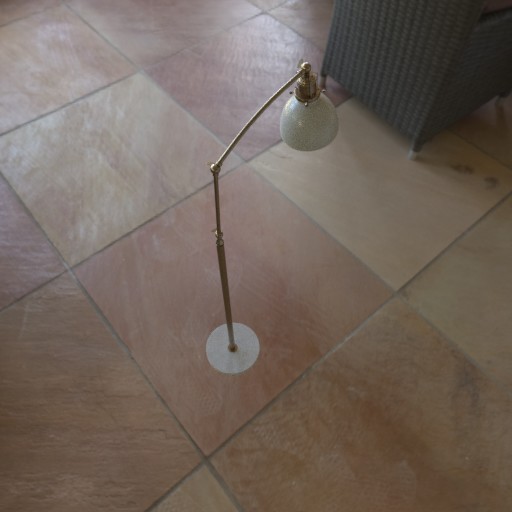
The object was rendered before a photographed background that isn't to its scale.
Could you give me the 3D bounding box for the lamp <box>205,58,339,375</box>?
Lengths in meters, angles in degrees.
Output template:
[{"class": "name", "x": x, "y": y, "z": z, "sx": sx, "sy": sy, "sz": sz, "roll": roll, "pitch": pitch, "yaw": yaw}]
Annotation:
[{"class": "lamp", "x": 0.000, "y": 0.000, "z": 1.792, "sx": 0.599, "sy": 1.586, "sz": 0.288, "roll": -32, "pitch": 63, "yaw": -19}]
